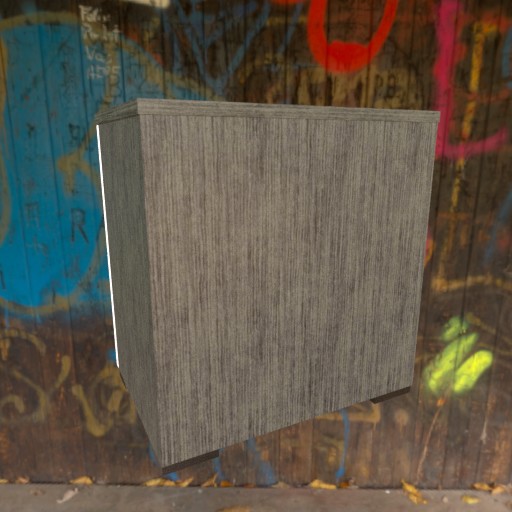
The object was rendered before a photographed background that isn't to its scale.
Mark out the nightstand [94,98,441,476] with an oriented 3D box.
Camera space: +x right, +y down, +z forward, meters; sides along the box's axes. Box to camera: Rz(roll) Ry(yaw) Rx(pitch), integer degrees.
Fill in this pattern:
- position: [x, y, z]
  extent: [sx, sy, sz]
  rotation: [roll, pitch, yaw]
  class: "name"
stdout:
- position: [0.000, 0.000, 0.749]
  extent: [0.441, 0.460, 0.325]
  rotation: [-7, 16, -26]
  class: "nightstand"
